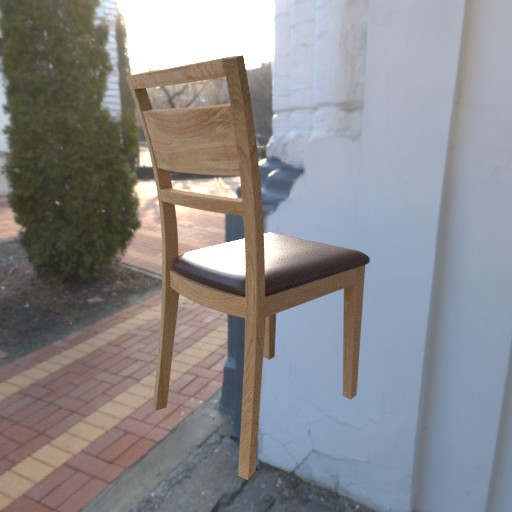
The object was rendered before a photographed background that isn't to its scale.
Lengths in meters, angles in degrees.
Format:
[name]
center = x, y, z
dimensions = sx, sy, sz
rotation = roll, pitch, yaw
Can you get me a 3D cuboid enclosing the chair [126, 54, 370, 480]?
[chair]
center = 0.000, 0.000, 1.234
dimensions = 0.545, 0.940, 0.420
rotation = -15, 21, -42
